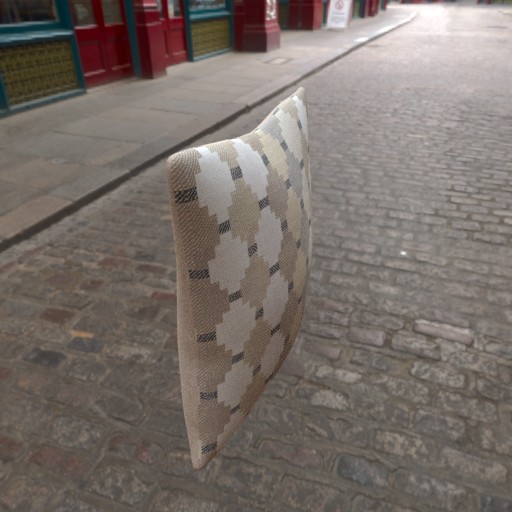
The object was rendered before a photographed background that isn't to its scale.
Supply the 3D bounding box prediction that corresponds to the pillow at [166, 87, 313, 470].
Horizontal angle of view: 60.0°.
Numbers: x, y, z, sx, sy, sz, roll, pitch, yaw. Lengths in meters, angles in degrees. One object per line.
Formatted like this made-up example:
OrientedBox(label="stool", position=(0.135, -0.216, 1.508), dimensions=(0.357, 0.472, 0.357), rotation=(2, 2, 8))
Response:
OrientedBox(label="pillow", position=(0.000, 0.000, 0.855), dimensions=(0.192, 0.558, 0.578), rotation=(11, 32, 18))
